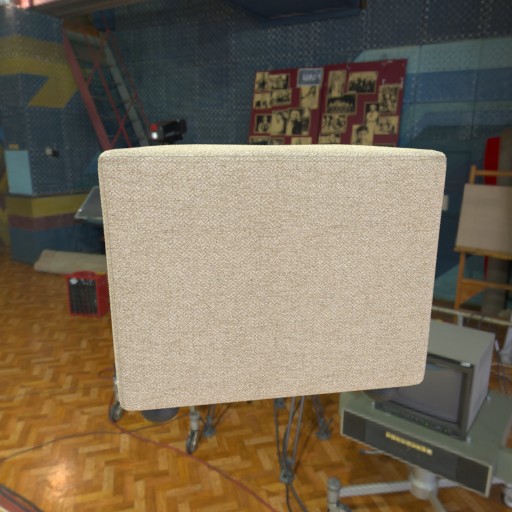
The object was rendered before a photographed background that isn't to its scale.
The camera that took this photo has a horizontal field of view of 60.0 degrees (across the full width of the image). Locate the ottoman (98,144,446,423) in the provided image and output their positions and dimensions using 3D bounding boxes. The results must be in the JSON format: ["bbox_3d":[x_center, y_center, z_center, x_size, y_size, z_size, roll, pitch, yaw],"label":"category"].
[{"bbox_3d":[0.000,0.000,0.888,0.508,0.432,0.508,-2,14,-9],"label":"ottoman"}]
